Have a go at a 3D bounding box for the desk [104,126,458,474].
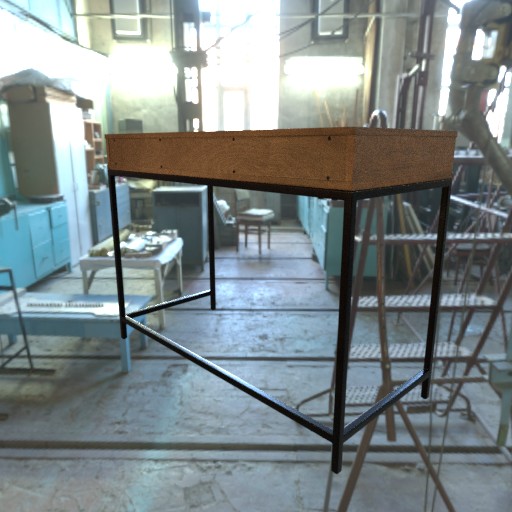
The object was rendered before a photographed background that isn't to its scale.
[{"bbox_3d":[0.000,0.000,1.424,0.470,0.762,1.016,-13,20,-42],"label":"desk"}]
